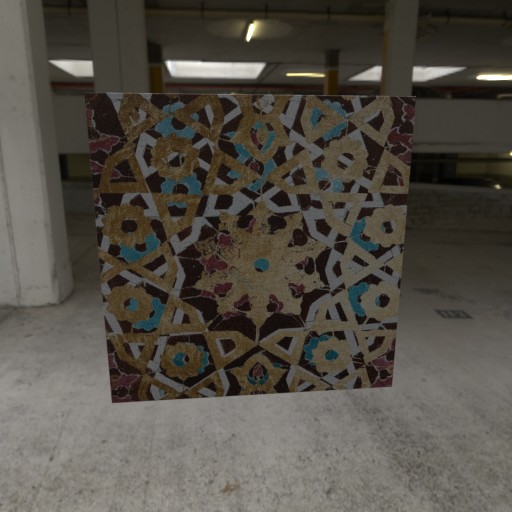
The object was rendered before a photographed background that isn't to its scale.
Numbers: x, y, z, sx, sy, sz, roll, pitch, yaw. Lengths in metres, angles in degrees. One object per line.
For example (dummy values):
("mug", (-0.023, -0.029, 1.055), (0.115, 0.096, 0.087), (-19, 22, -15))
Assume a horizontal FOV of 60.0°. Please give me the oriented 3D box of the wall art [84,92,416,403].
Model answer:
("wall art", (0.000, 0.000, 1.112), (0.757, 0.762, 0.028), (-1, 14, -6))
